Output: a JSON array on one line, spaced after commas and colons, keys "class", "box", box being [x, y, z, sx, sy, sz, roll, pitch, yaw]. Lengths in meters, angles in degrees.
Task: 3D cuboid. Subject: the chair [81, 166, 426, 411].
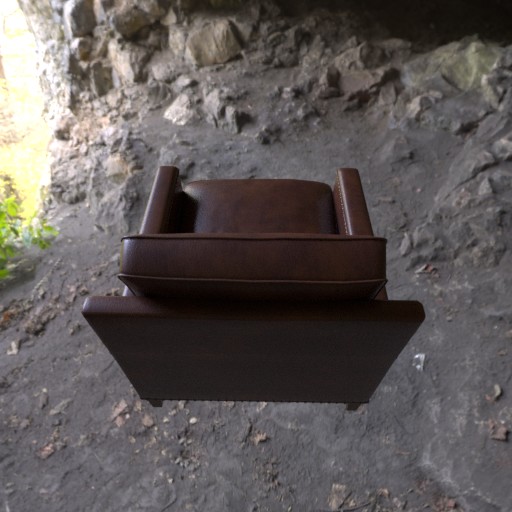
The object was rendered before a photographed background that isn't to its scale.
[{"class": "chair", "box": [0.000, 0.000, 1.661, 0.853, 0.929, 1.014, 1, 48, 1]}]
